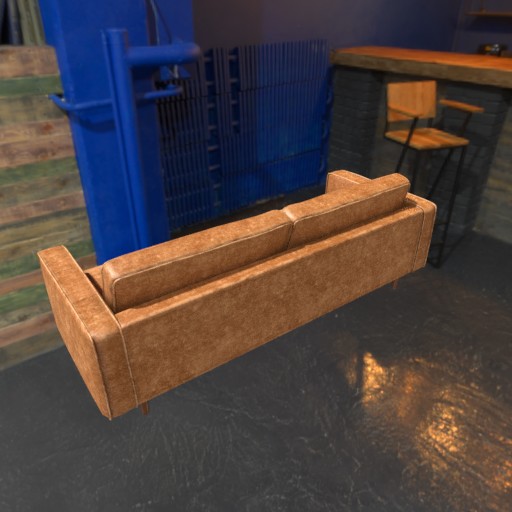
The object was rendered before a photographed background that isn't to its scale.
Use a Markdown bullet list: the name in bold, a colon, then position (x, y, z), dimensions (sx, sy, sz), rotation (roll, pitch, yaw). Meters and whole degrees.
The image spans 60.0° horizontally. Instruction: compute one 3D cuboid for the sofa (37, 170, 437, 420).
- **sofa**: position (0.000, 0.000, 2.606), dimensions (2.199, 0.779, 0.886), rotation (-20, 35, -30)
